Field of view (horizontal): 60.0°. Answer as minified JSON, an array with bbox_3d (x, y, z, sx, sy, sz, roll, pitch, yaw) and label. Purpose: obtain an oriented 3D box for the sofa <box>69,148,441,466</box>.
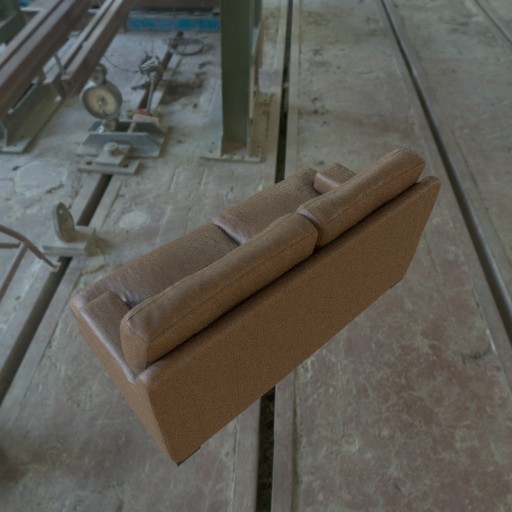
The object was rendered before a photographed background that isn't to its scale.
[{"bbox_3d":[0.000,0.000,2.414,1.855,0.980,0.962,-32,54,-27],"label":"sofa"}]
